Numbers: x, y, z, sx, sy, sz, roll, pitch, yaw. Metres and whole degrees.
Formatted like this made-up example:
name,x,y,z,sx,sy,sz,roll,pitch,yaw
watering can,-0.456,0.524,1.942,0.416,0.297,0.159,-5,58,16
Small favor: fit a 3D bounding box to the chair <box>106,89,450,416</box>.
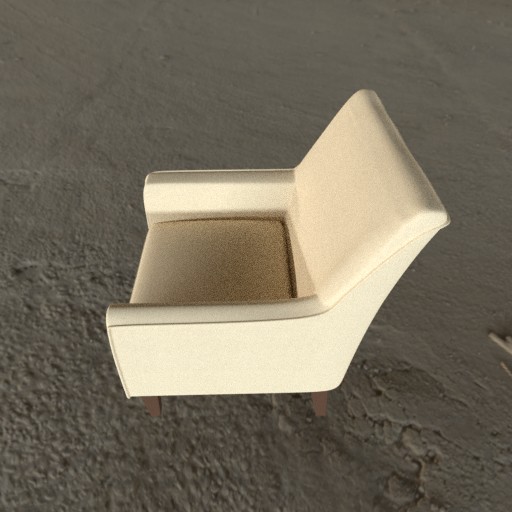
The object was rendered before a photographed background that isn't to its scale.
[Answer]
name,x,y,z,sx,sy,sz,roll,pitch,yaw
chair,0.000,0.000,1.584,0.899,0.919,0.780,-1,42,-1
